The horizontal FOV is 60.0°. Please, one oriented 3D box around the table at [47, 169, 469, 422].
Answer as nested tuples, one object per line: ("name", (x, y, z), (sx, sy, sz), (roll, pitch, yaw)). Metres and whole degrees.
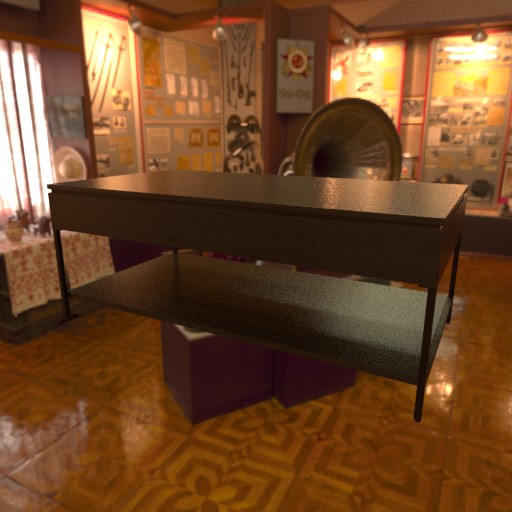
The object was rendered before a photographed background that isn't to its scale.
("table", (0.000, 0.000, 1.356), (1.095, 0.435, 0.574), (9, 18, 27))
